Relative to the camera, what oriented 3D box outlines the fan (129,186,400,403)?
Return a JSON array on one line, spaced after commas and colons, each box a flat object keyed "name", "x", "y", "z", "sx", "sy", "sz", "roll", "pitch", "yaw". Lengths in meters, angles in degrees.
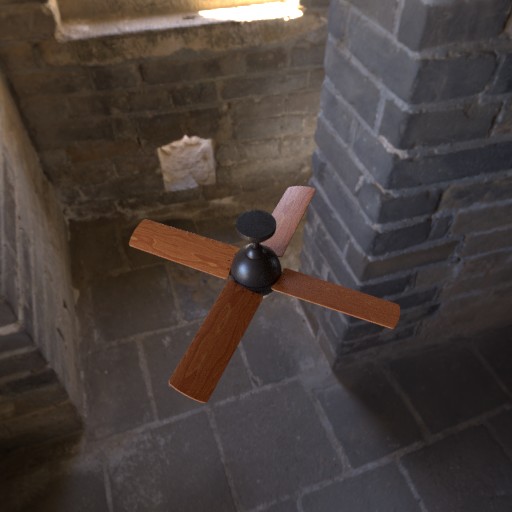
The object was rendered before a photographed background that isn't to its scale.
[{"name": "fan", "x": 0.000, "y": 0.000, "z": 1.993, "sx": 1.332, "sy": 0.403, "sz": 1.332, "roll": 18, "pitch": 50, "yaw": 15}]
